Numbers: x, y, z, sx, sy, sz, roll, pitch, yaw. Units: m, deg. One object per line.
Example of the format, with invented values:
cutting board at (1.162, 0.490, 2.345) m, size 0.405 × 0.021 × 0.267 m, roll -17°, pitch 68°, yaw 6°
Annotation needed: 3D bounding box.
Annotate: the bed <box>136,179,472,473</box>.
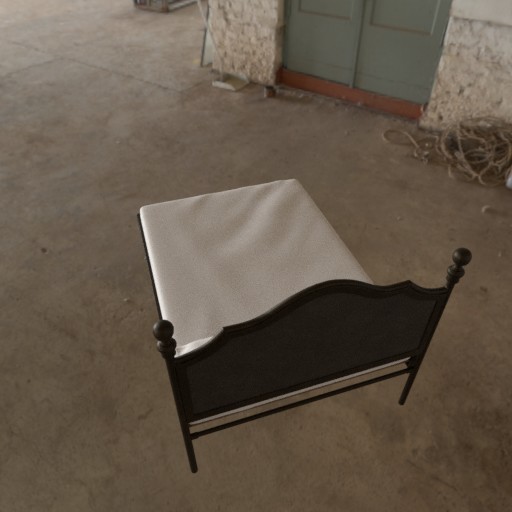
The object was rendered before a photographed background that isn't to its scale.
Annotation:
bed at (0.000, 0.000, 3.335) m, size 1.642 × 1.499 × 2.224 m, roll -12°, pitch 44°, yaw -13°
